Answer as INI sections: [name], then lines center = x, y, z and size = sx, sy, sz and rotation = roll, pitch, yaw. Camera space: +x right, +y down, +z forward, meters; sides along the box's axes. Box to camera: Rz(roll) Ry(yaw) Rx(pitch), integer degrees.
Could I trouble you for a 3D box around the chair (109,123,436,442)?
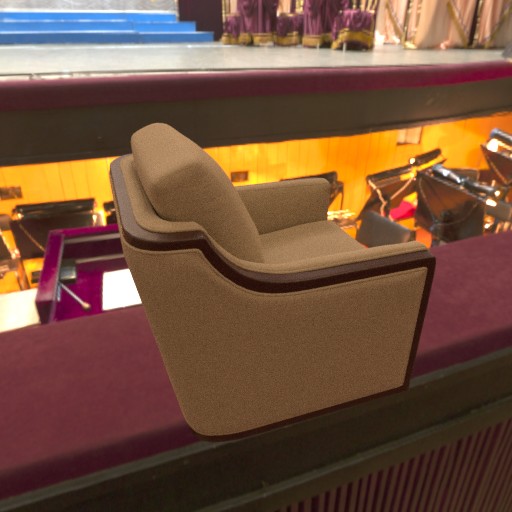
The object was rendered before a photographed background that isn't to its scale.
[chair]
center = 0.000, 0.000, 1.669
size = 0.950, 0.930, 0.870
rotation = -10, 30, -17
